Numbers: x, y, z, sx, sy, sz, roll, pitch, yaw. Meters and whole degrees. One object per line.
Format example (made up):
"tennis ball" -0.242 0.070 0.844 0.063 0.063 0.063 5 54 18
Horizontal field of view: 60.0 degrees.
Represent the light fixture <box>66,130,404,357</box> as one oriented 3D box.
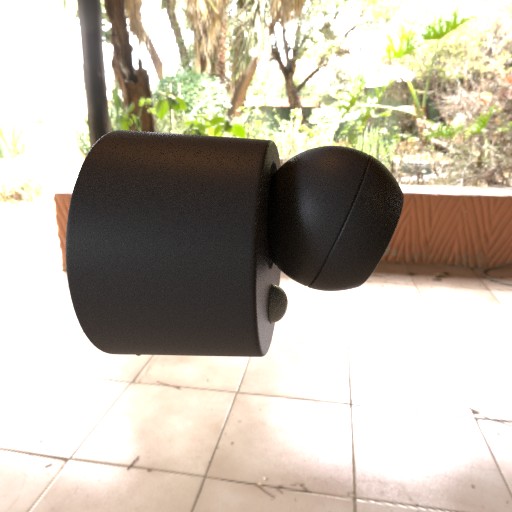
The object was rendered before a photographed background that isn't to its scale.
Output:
"light fixture" 0.000 0.000 0.262 0.160 0.143 0.134 3 17 9
